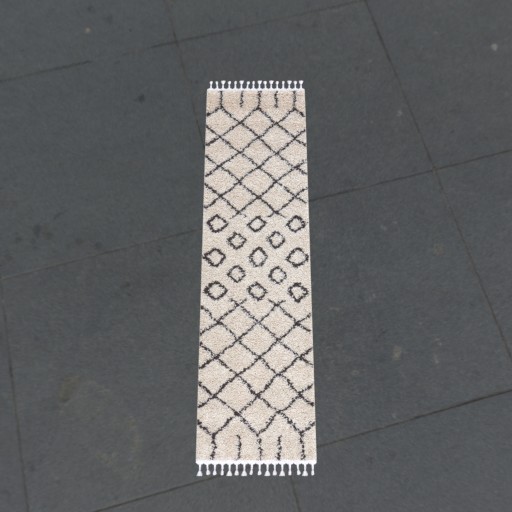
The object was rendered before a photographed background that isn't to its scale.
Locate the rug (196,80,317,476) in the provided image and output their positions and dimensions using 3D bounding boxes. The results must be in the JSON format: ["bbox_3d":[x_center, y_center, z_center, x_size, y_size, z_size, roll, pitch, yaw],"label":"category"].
[{"bbox_3d":[0.000,0.000,2.710,0.660,0.005,2.464,0,76,0],"label":"rug"}]
